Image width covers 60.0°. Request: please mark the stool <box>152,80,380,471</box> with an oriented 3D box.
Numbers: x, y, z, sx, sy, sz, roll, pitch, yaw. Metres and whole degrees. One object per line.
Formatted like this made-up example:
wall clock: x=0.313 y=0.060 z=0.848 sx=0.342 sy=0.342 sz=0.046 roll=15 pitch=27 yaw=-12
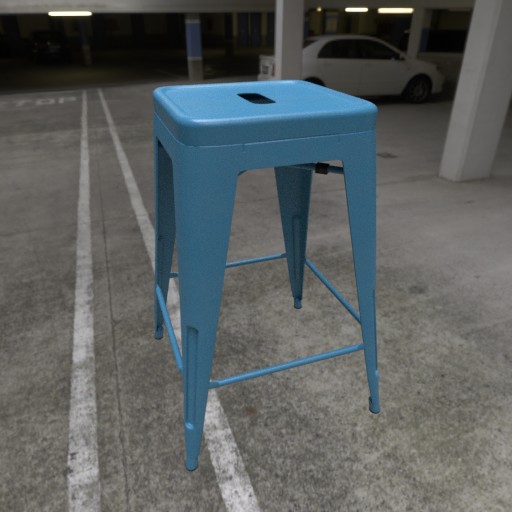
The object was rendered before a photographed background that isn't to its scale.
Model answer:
stool: x=0.000 y=0.000 z=0.879 sx=0.410 sy=0.608 sz=0.410 roll=-10 pitch=31 yaw=-17
